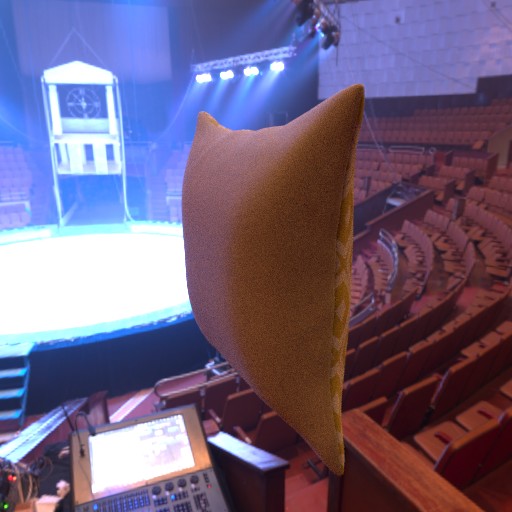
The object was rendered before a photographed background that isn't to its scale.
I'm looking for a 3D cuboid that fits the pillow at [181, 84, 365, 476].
[{"bbox_3d":[0.000,0.000,0.746,0.188,0.494,0.504,-7,16,-26],"label":"pillow"}]
